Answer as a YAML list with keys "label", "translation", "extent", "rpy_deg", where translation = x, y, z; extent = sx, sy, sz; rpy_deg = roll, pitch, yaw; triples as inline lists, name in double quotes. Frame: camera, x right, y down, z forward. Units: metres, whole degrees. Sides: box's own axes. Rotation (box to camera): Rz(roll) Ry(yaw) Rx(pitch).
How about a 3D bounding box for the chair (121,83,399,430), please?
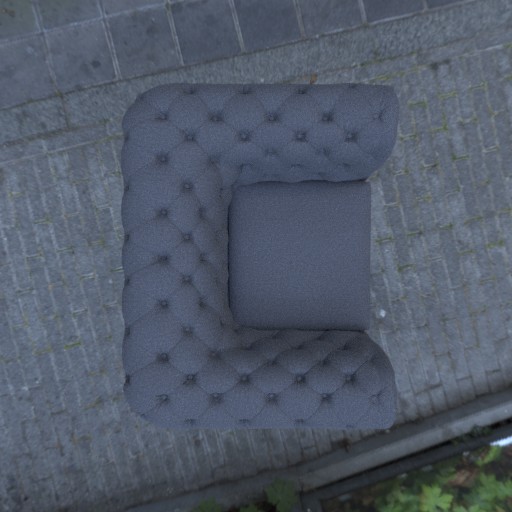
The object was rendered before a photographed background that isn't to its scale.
- label: "chair"
  translation: [0.000, 0.000, 1.881]
  extent: [0.976, 0.770, 1.270]
  rpy_deg: [0, 91, -1]
